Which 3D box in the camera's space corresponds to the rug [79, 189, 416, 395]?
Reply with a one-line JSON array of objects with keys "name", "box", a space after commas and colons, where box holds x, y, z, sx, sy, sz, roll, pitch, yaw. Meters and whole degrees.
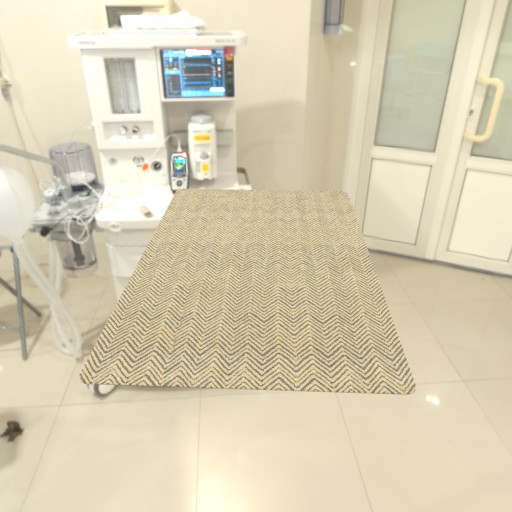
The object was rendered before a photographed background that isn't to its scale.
[{"name": "rug", "box": [0.000, 0.000, 2.229, 1.144, 0.008, 1.752, 1, 30, 2]}]
